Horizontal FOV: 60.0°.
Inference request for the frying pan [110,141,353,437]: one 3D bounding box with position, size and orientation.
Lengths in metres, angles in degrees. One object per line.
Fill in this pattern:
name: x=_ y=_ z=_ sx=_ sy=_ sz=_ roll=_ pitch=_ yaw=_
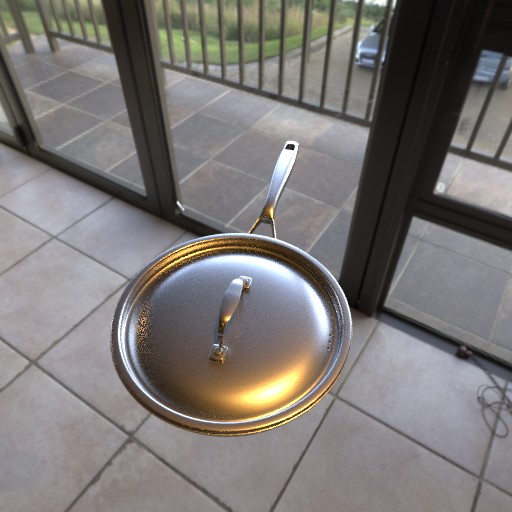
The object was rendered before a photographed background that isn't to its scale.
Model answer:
frying pan: x=0.000 y=0.000 z=0.586 sx=0.272 sy=0.086 sz=0.490 roll=11 pitch=47 yaw=10
